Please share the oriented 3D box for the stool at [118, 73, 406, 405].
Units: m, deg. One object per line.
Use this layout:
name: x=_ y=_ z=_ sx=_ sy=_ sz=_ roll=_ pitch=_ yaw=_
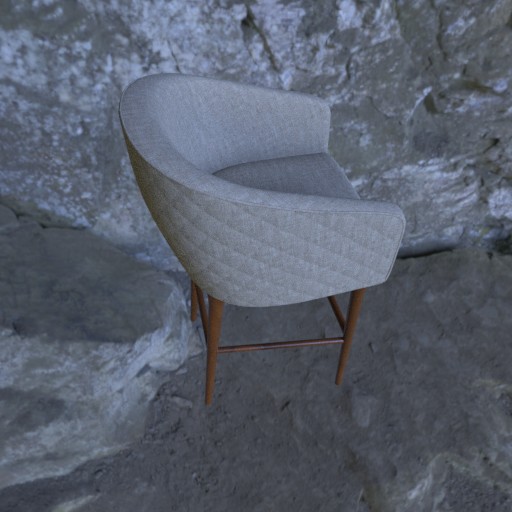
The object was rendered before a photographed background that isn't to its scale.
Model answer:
stool: x=0.000 y=0.000 z=1.388 sx=0.607 sy=1.078 sz=0.559 roll=-10 pitch=48 yaw=-9
